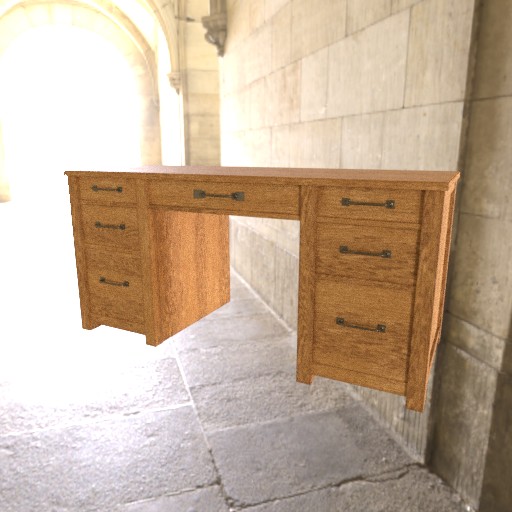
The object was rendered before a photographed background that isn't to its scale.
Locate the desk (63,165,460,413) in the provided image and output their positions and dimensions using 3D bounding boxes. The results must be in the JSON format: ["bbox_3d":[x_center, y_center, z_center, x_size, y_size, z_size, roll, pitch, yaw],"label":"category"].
[{"bbox_3d":[0.000,0.000,1.985,1.567,0.751,0.685,7,15,26],"label":"desk"}]
